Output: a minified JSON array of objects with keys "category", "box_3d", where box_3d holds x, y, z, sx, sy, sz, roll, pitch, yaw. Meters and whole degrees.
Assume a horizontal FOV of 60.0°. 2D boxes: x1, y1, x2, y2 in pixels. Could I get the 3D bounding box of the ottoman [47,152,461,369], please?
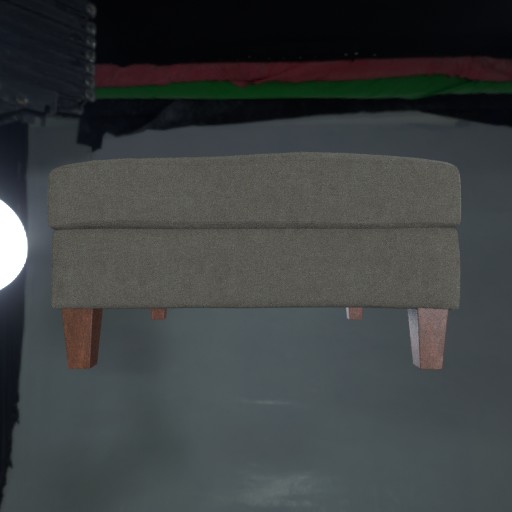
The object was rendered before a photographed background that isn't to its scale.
[{"category":"ottoman","box_3d":[0.000,0.000,1.334,0.881,0.482,0.861,0,0,0]}]
